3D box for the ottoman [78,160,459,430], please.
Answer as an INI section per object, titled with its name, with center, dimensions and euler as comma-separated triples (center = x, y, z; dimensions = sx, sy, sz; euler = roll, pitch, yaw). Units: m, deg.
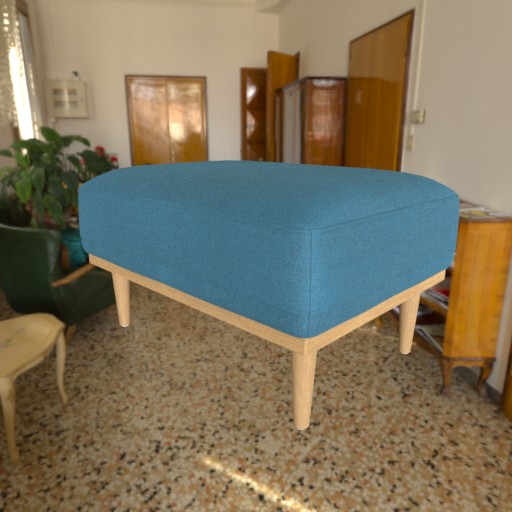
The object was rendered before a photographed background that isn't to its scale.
[ottoman]
center = 0.000, 0.000, 1.064
dimensions = 0.749, 0.428, 0.549
euler = 15, 21, 43
